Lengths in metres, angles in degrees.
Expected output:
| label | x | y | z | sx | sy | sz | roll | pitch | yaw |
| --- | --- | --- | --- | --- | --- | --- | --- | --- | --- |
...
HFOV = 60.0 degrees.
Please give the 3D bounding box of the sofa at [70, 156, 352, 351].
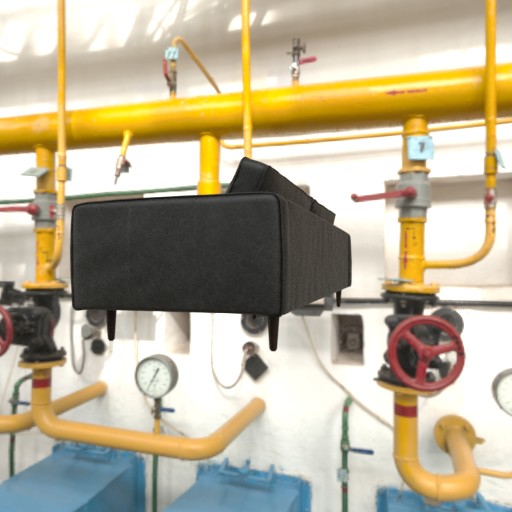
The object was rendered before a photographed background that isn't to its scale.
| label | x | y | z | sx | sy | sz | roll | pitch | yaw |
| --- | --- | --- | --- | --- | --- | --- | --- | --- | --- |
| sofa | 0.000 | 0.000 | 2.683 | 0.914 | 0.762 | 2.210 | 0 | -1 | 18 |
